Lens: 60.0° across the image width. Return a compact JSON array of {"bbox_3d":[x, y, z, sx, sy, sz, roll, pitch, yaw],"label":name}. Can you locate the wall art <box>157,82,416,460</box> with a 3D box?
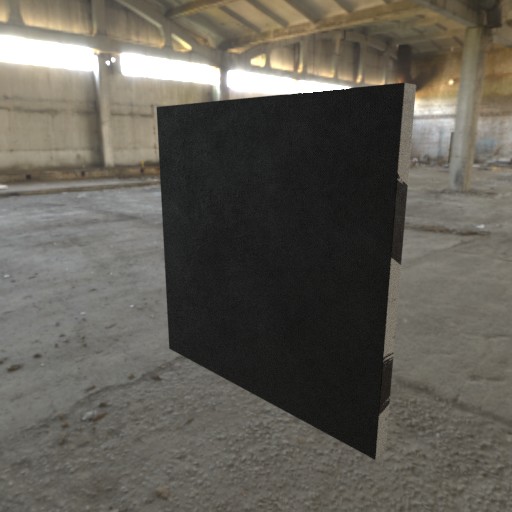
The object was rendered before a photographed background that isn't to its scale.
[{"bbox_3d":[0.000,0.000,1.136,0.765,0.765,0.046,14,20,43],"label":"wall art"}]
